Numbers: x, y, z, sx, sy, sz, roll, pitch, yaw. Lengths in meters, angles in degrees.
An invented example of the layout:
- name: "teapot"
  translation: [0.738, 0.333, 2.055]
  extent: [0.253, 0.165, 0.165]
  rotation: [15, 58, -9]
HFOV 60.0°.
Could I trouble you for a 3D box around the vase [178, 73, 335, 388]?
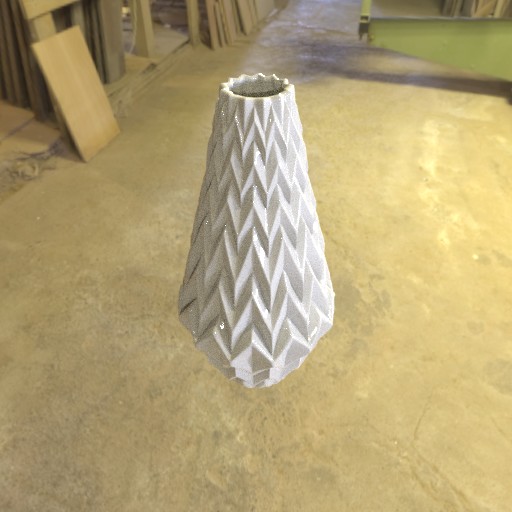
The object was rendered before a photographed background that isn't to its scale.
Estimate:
- name: "vase"
  translation: [0.000, 0.000, 0.431]
  extent: [0.167, 0.328, 0.167]
  rotation: [0, 41, 0]
